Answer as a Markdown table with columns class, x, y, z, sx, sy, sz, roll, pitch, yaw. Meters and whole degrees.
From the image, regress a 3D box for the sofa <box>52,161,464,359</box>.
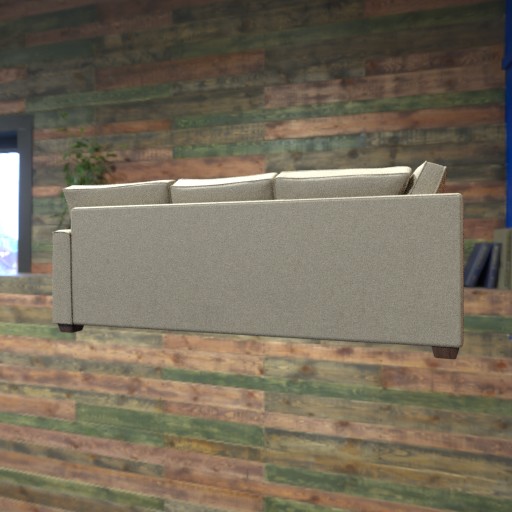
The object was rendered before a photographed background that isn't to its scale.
| class | x | y | z | sx | sy | sz | roll | pitch | yaw |
| --- | --- | --- | --- | --- | --- | --- | --- | --- | --- |
| sofa | 0.000 | 0.000 | 2.855 | 2.323 | 0.948 | 1.053 | 0 | 0 | 18 |
